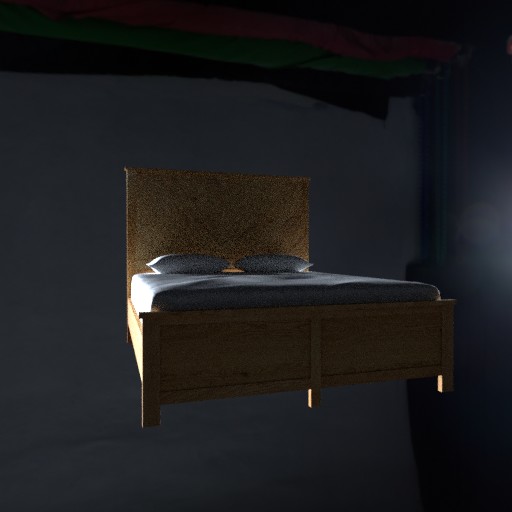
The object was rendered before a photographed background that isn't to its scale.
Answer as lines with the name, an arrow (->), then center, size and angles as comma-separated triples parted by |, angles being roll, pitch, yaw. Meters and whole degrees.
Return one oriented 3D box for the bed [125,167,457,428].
bed -> 0.000, 0.000, 3.532 | 1.936, 1.686, 2.201 | 0, 1, -18
